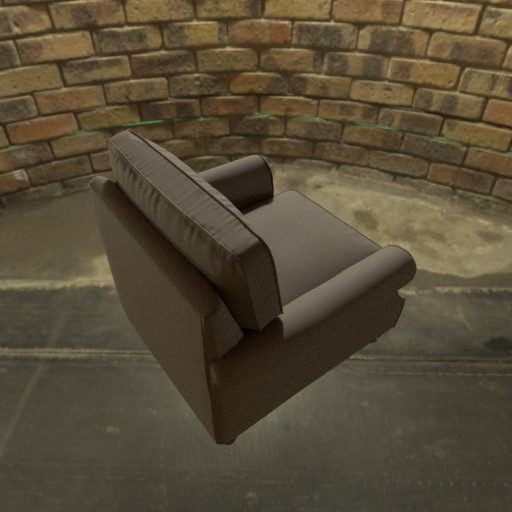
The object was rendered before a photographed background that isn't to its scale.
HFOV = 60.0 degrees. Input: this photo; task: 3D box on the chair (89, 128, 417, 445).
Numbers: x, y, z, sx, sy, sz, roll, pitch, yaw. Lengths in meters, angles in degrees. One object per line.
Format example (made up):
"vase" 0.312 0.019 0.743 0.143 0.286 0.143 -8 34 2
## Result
"chair" 0.000 0.000 1.795 0.966 0.967 1.029 -26 48 -27
